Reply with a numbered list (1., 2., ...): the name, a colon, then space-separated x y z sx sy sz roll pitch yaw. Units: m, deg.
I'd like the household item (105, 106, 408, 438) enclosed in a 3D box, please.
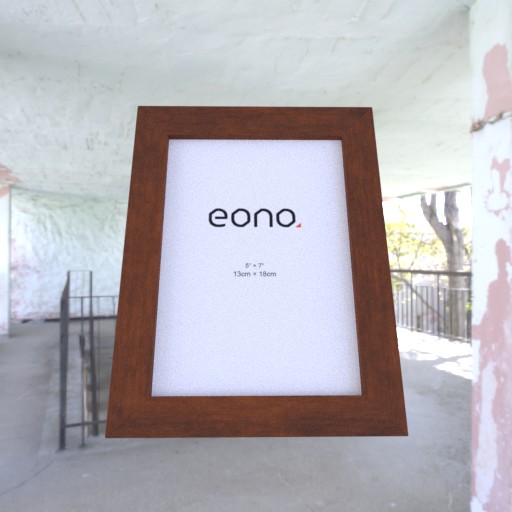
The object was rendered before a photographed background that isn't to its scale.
1. household item: 0.000 0.000 0.281 0.160 0.204 0.096 0 0 -1
